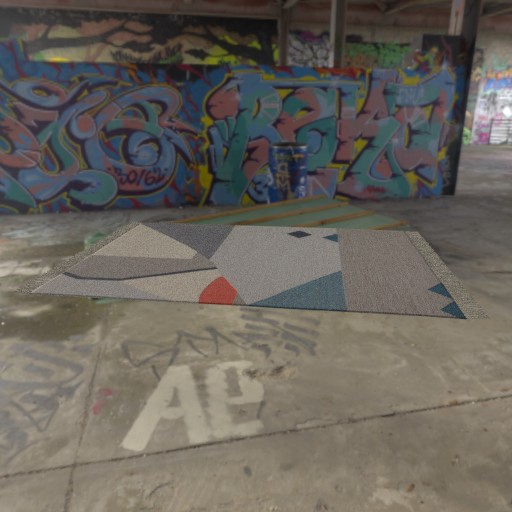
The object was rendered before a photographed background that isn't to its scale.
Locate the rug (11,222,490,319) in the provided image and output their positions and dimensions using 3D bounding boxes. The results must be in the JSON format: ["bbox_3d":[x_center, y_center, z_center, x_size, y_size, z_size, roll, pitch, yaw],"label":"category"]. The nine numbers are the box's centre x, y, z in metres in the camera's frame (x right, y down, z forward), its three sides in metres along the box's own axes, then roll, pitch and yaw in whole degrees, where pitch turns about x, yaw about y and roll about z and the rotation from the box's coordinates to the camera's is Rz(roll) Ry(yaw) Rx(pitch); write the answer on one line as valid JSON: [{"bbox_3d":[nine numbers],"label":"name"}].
[{"bbox_3d":[0.000,0.000,2.236,1.828,0.005,1.220,2,18,7],"label":"rug"}]
